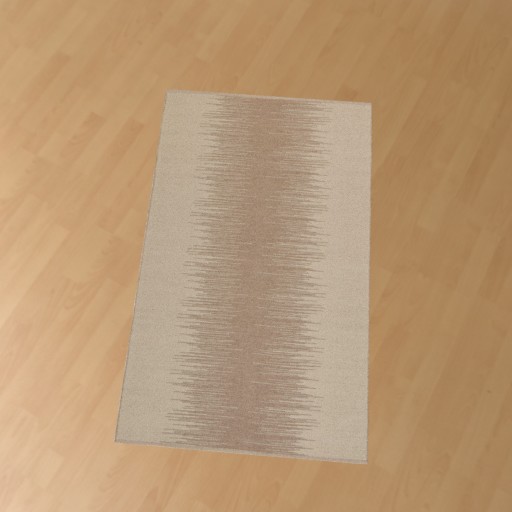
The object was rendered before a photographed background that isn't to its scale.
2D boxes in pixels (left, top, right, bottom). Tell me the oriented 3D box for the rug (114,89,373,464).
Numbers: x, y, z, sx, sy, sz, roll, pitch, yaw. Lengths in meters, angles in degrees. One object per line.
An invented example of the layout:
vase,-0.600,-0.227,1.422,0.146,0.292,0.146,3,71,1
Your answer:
rug,0.000,0.000,2.948,1.522,0.012,2.440,4,75,1
